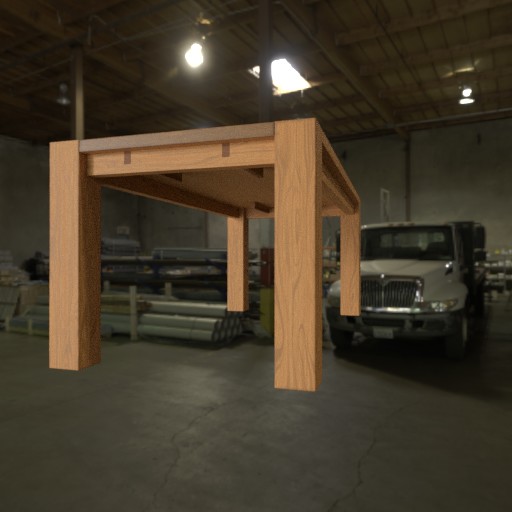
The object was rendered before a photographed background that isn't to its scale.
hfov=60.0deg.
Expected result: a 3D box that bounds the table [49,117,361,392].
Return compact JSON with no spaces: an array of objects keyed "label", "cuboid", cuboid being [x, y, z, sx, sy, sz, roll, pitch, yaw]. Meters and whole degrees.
[{"label":"table","cuboid":[0.000,0.000,2.217,0.900,0.760,1.800,0,0,17]}]
